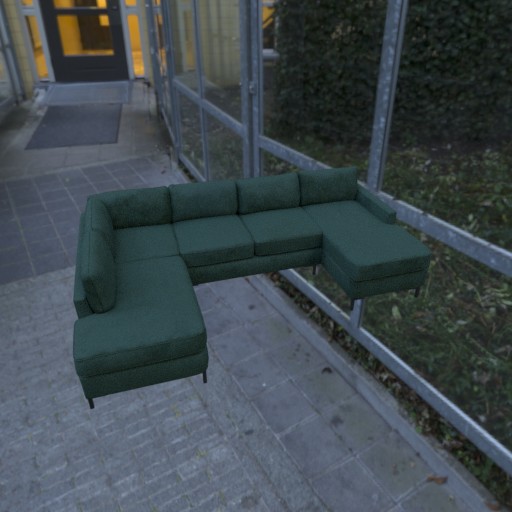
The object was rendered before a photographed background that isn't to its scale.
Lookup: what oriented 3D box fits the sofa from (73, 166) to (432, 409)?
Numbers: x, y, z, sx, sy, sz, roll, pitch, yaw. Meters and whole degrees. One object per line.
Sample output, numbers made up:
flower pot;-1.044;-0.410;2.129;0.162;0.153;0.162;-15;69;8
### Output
sofa;0.000;0.000;3.937;2.994;0.861;1.992;-9;32;-15
